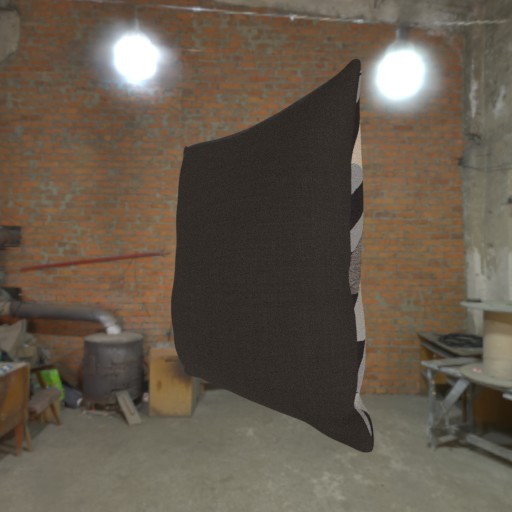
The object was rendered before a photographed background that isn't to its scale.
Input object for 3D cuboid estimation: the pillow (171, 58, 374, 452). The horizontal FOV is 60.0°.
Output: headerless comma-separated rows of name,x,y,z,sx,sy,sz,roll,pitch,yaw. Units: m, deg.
pillow,0.000,0.000,0.755,0.208,0.496,0.503,1,-1,-36
